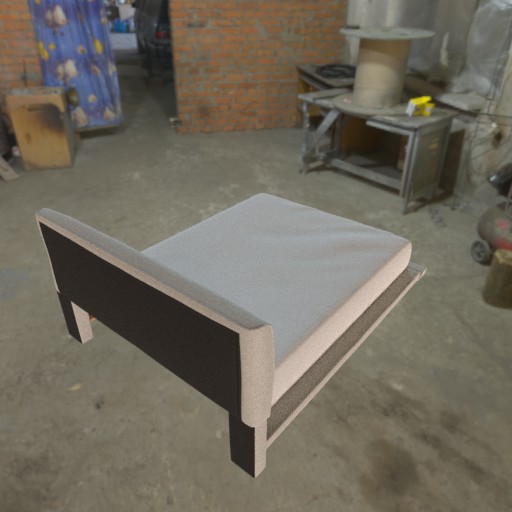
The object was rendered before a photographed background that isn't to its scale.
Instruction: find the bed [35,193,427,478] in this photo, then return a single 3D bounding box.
[{"bbox_3d":[0.000,0.000,3.554,1.980,1.126,2.498,23,38,33],"label":"bed"}]
